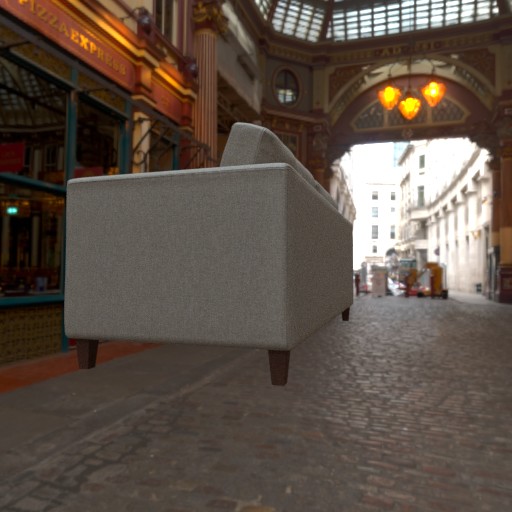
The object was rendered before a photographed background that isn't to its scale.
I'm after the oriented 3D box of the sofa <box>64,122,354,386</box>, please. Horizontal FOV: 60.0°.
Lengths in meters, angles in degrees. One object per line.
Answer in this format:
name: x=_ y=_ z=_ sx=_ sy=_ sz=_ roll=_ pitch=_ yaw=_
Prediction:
sofa: x=0.000 y=0.000 z=2.657 sx=0.956 sy=0.963 sz=2.208 roll=-1 pitch=-2 yaw=18
